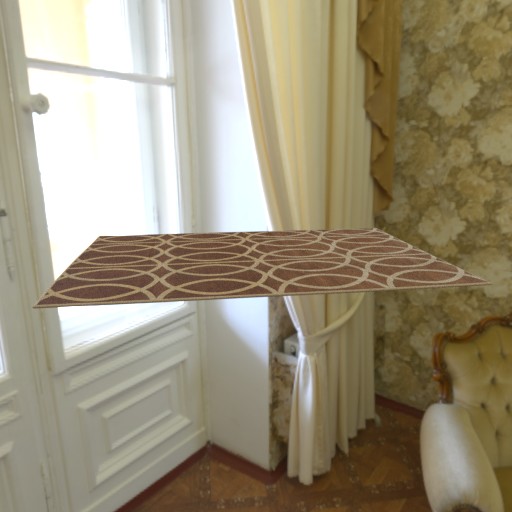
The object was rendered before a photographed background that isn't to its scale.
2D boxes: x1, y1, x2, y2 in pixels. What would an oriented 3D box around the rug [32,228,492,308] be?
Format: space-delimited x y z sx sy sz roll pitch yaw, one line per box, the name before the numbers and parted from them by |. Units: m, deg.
rug | 0.000 0.000 2.891 2.294 0.014 1.528 -2 15 -8
